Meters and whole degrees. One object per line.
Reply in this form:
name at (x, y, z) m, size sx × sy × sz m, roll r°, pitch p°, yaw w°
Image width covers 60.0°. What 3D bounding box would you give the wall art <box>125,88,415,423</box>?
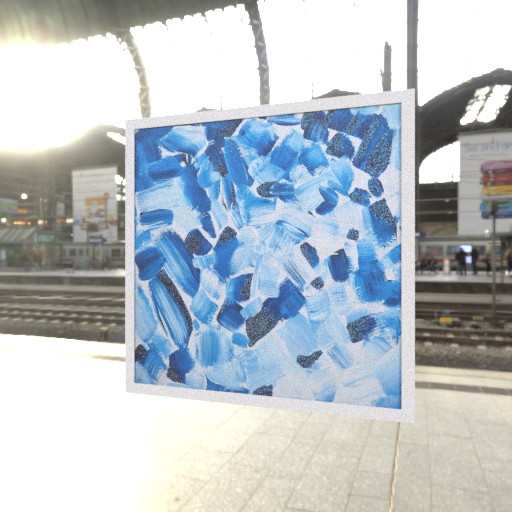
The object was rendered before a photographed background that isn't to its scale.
wall art at (0.000, 0.000, 1.203) m, size 0.812 × 0.812 × 0.015 m, roll 0°, pitch 0°, yaw 18°
